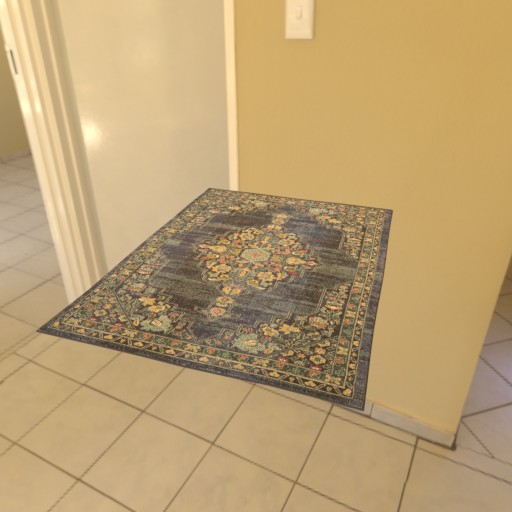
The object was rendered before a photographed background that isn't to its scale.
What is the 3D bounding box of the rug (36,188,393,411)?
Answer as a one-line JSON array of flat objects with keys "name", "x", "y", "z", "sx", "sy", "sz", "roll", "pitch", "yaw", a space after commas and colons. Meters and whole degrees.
[{"name": "rug", "x": 0.000, "y": 0.000, "z": 4.847, "sx": 2.716, "sy": 0.035, "sz": 3.612, "roll": 9, "pitch": 30, "yaw": 16}]
